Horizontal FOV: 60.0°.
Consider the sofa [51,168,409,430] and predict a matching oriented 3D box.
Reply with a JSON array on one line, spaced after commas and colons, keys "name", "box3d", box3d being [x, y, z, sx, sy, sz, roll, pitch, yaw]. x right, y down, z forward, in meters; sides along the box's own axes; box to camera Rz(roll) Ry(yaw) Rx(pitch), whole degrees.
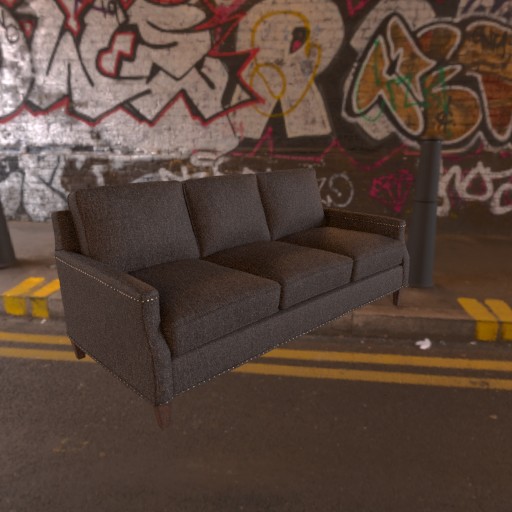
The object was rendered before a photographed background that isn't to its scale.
[{"name": "sofa", "box3d": [0.000, 0.000, 2.909, 2.246, 1.003, 1.084, -15, 21, -42]}]
